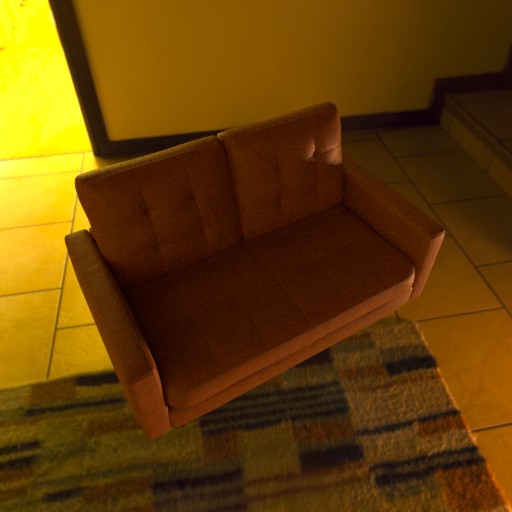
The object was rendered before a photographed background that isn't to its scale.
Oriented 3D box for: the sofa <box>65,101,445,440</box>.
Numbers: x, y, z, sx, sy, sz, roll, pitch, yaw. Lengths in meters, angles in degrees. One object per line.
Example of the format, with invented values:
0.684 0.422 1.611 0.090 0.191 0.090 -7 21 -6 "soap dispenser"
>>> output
0.000 0.000 1.953 1.430 0.898 0.868 -23 49 -21 "sofa"
